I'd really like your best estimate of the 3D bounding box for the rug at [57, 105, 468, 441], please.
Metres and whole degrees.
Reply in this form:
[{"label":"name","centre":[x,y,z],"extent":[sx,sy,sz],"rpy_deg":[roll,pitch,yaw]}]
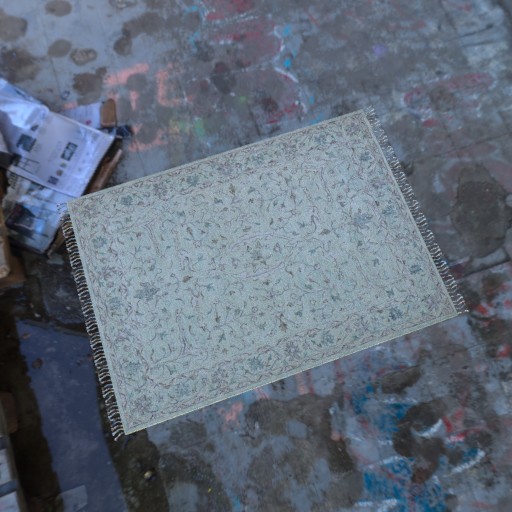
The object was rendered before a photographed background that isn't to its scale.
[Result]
[{"label":"rug","centre":[0.000,0.000,2.257],"extent":[1.802,0.008,1.247],"rpy_deg":[-18,76,-5]}]
